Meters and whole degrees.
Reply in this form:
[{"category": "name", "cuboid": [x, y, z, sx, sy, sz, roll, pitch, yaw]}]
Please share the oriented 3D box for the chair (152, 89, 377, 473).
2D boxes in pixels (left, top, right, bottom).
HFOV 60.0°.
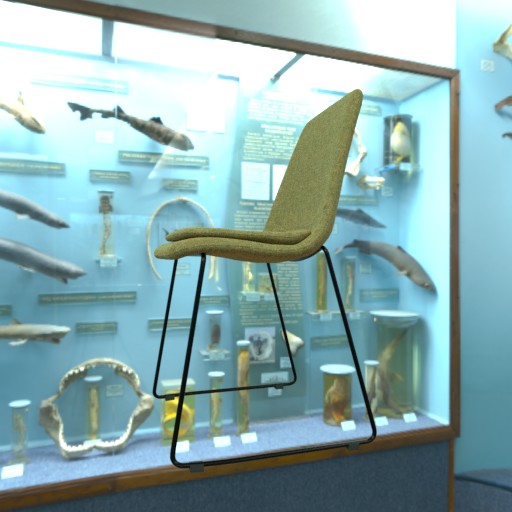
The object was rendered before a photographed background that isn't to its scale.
[{"category": "chair", "cuboid": [0.000, 0.000, 1.153, 0.496, 0.849, 0.479, 0, 0, -18]}]
